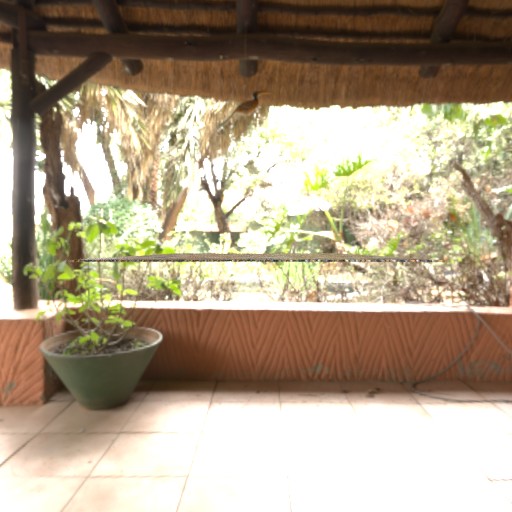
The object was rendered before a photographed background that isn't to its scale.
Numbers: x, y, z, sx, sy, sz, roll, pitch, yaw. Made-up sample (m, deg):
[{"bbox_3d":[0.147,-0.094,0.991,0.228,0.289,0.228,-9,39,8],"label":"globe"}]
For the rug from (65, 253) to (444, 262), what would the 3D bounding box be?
[{"bbox_3d":[0.000,0.000,2.332,1.230,0.008,1.827,0,1,0],"label":"rug"}]
